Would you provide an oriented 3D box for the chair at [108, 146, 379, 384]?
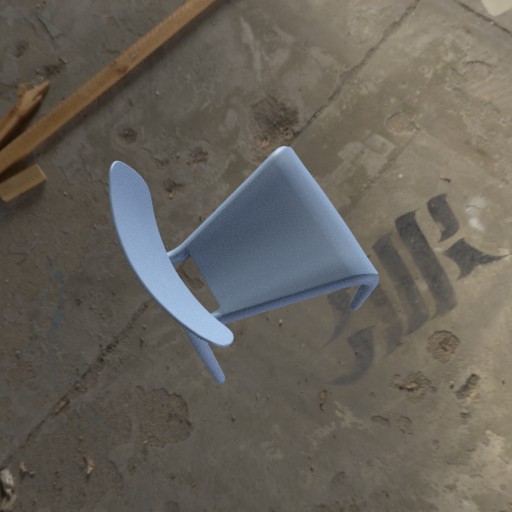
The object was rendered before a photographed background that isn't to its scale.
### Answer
[{"bbox_3d":[0.000,0.000,0.848,0.401,0.580,0.356,-30,76,-8],"label":"chair"}]
